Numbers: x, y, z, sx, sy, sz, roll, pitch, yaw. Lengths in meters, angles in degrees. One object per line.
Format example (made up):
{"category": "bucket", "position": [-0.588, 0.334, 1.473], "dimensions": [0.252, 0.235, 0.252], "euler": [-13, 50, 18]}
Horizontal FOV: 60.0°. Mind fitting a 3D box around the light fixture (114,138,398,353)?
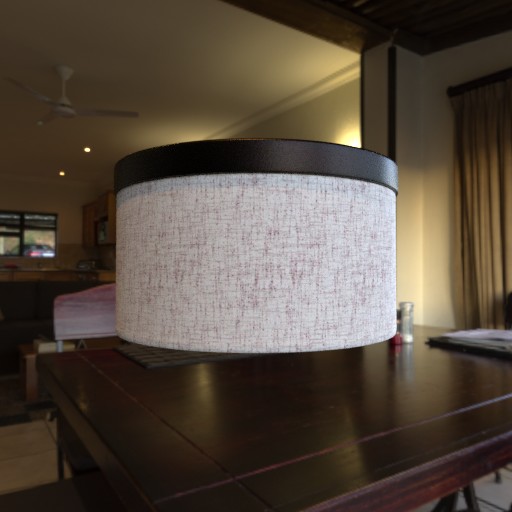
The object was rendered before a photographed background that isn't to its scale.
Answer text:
{"category": "light fixture", "position": [0.000, 0.000, 0.635], "dimensions": [0.389, 0.229, 0.389], "euler": [0, -1, 0]}
